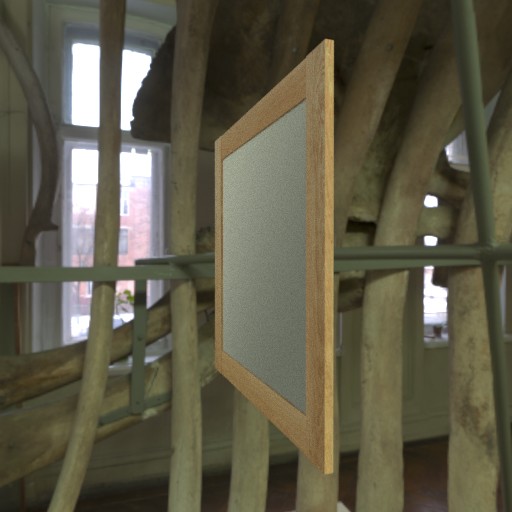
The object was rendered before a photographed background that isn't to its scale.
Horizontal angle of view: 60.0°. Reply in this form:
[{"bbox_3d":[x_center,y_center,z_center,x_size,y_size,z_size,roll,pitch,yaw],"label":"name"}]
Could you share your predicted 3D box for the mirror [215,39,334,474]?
[{"bbox_3d":[0.000,0.000,1.192,0.020,0.800,0.800,0,0,-20],"label":"mirror"}]
